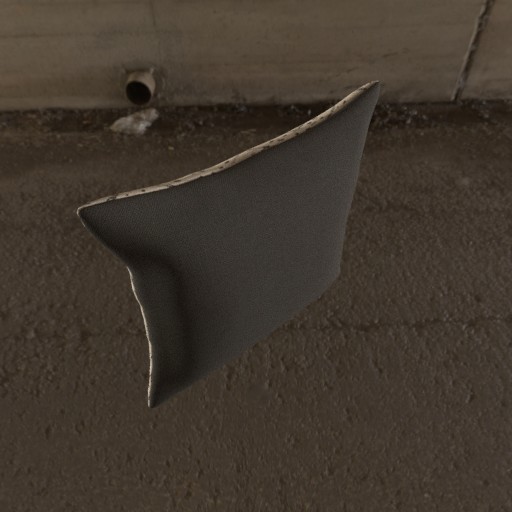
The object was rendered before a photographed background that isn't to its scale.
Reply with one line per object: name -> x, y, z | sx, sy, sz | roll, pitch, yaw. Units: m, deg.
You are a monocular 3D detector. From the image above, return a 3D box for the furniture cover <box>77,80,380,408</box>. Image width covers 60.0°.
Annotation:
furniture cover -> 0.000, 0.000, 0.782 | 0.525, 0.498, 0.180 | -31, 54, -26
